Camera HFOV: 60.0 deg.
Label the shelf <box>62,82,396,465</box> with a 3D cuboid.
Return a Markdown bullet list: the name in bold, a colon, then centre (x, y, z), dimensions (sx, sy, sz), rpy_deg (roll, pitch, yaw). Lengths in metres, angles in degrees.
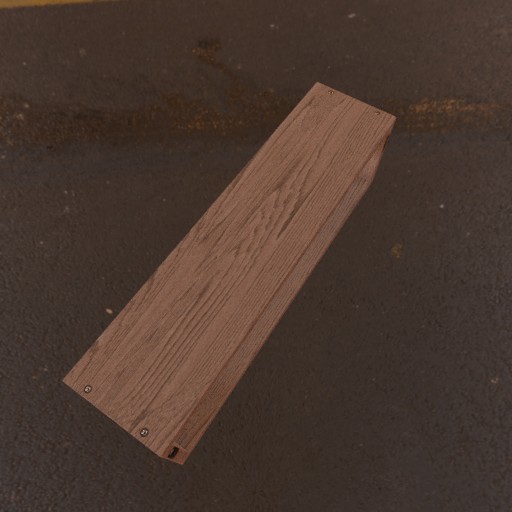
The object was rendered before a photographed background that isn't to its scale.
- **shelf**: centre (0.000, 0.000, 0.702), dimensions (0.150, 0.170, 0.610), rpy_deg (30, 66, 15)
